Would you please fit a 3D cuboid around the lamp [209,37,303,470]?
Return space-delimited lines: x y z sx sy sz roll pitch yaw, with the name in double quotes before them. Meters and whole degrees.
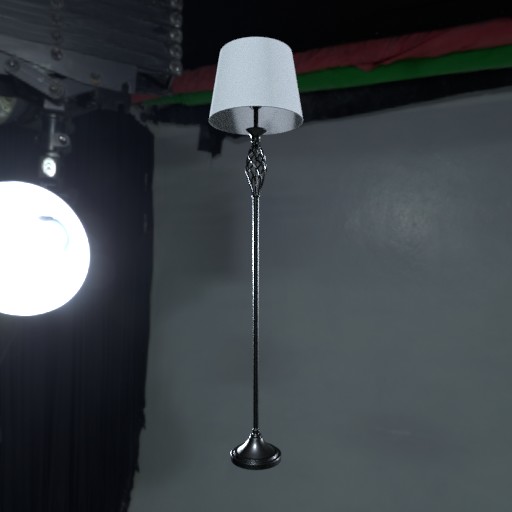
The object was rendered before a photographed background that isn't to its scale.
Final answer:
"lamp" 0.000 0.000 1.783 0.379 1.623 0.379 0 0 0
